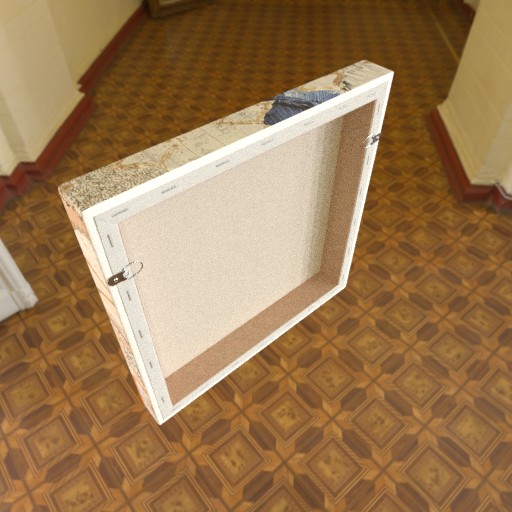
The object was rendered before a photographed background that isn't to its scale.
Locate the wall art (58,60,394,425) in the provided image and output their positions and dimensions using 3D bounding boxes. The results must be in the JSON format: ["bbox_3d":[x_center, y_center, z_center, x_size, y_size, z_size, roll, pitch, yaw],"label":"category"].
[{"bbox_3d":[0.000,0.000,0.450,0.303,0.304,0.036,-32,54,-27],"label":"wall art"}]
